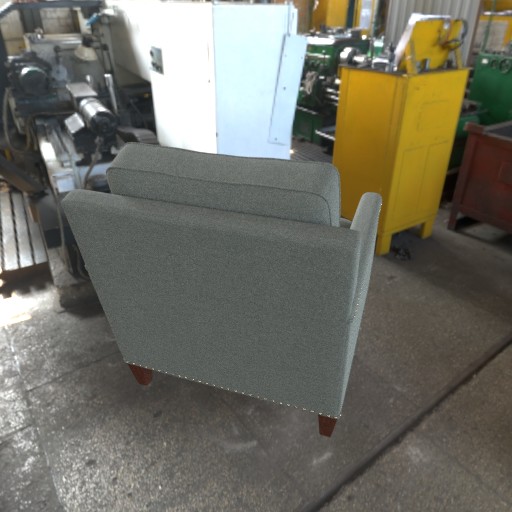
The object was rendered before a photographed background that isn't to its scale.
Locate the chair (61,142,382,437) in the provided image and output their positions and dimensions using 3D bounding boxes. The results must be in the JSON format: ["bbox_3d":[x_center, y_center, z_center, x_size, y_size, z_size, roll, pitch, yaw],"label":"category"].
[{"bbox_3d":[0.000,0.000,1.782,0.885,1.031,1.031,10,32,16],"label":"chair"}]
